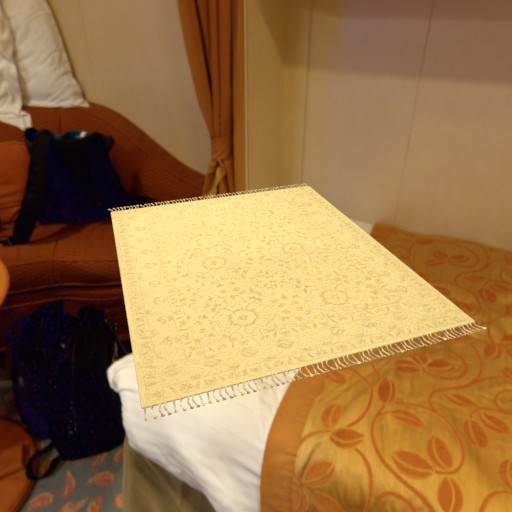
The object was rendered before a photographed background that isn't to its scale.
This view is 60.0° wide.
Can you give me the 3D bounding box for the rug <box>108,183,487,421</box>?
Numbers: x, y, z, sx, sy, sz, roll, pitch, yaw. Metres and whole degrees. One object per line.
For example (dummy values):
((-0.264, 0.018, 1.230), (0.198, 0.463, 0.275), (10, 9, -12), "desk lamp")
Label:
((0.000, 0.000, 4.041), (2.444, 0.013, 3.043), (-10, 32, -17), "rug")
